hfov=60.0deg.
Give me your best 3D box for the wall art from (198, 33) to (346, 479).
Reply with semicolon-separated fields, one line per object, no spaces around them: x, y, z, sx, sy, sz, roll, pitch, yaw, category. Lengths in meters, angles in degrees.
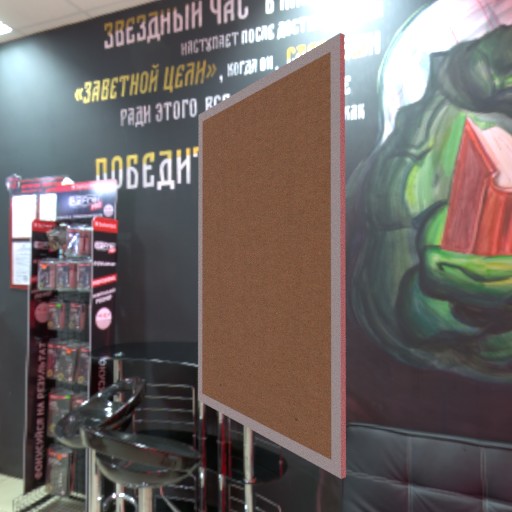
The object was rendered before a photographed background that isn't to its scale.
0.000;0.000;1.234;0.015;0.965;0.660;0;-1;-35;wall art
